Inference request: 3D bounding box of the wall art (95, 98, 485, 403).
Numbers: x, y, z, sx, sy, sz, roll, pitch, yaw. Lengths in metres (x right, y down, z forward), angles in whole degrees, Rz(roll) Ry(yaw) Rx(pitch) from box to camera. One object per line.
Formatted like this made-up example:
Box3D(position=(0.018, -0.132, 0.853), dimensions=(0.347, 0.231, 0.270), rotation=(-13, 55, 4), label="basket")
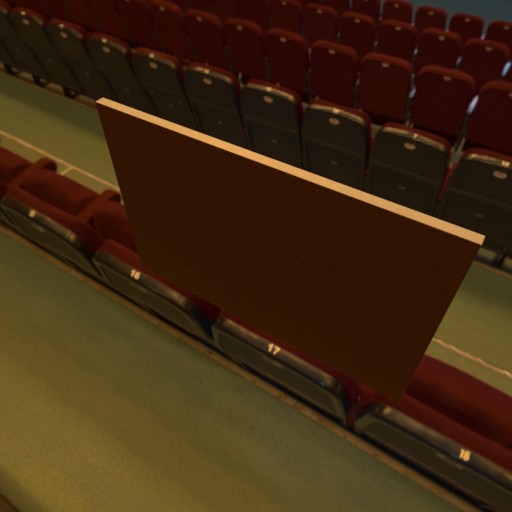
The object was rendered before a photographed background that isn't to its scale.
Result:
Box3D(position=(0.000, 0.000, 1.159), dimensions=(0.932, 0.610, 0.027), rotation=(25, 51, 22), label="wall art")
